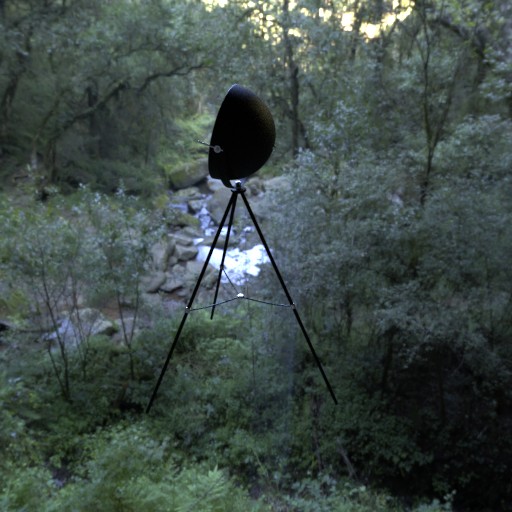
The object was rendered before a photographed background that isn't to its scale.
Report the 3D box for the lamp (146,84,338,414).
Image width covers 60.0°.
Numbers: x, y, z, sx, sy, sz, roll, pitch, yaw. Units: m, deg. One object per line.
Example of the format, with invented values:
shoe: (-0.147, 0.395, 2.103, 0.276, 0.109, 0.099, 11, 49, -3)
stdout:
lamp: (0.000, 0.000, 2.076, 0.920, 1.512, 0.817, 8, 30, 14)
